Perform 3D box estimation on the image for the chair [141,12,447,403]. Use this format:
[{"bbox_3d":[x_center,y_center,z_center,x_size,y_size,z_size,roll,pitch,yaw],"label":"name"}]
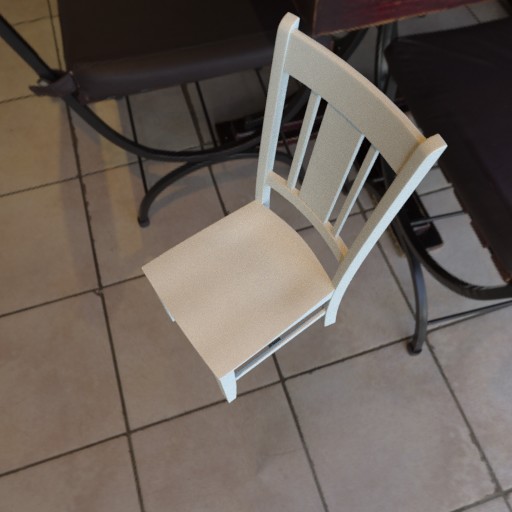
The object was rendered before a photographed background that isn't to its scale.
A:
[{"bbox_3d":[0.000,0.000,1.239,0.555,0.998,0.450,-34,68,-15],"label":"chair"}]
